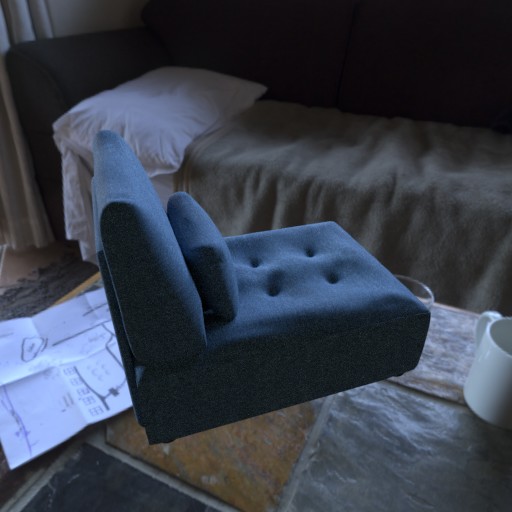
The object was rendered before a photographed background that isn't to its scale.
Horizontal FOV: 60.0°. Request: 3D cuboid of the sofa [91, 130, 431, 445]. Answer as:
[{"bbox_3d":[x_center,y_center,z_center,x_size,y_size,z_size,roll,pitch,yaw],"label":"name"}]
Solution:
[{"bbox_3d":[0.000,0.000,1.551,1.000,0.820,0.700,-10,33,-16],"label":"sofa"}]
